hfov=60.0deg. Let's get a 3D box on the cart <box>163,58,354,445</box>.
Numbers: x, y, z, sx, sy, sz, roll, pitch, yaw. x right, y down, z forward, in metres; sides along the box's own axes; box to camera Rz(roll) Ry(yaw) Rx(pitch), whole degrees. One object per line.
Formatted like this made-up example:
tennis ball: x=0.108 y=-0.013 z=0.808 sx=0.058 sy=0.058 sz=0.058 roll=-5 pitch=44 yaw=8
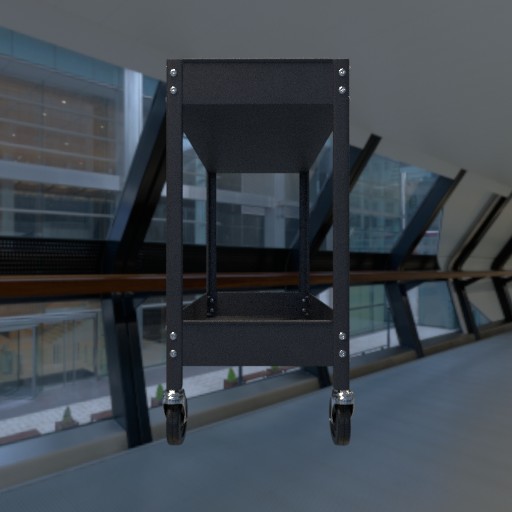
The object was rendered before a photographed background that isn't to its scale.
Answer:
cart: x=0.000 y=0.000 z=1.185 sx=0.366 sy=0.719 sz=0.779 roll=0 pitch=0 yaw=0
